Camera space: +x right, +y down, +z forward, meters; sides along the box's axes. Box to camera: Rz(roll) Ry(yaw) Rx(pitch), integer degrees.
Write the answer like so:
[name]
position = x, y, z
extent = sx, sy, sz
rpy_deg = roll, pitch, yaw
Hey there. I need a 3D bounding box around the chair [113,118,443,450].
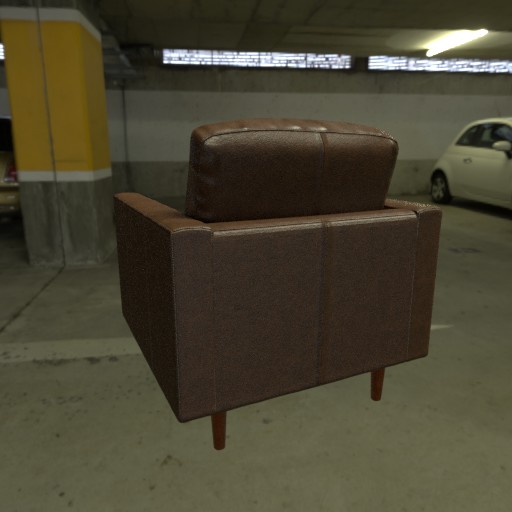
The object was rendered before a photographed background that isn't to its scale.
[chair]
position = 0.000, 0.000, 1.666
extent = 0.890, 0.956, 0.909
rpy_deg = -7, 15, -25
